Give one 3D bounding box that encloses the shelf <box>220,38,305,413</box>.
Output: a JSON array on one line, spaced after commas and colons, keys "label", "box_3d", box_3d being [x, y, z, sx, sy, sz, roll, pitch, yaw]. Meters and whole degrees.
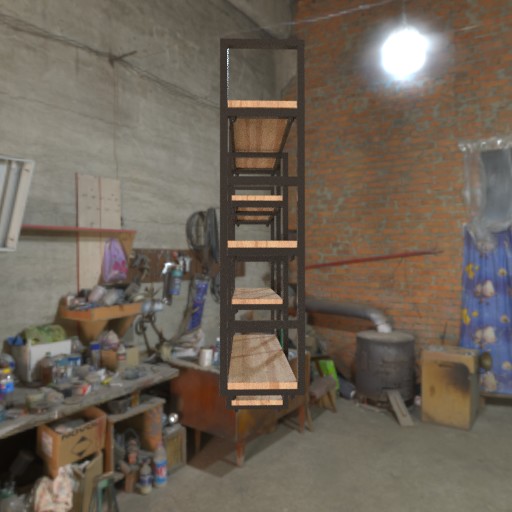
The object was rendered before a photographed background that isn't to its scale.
[{"label": "shelf", "box_3d": [0.000, 0.000, 1.416, 0.183, 0.921, 0.946, 0, -1, -2]}]
